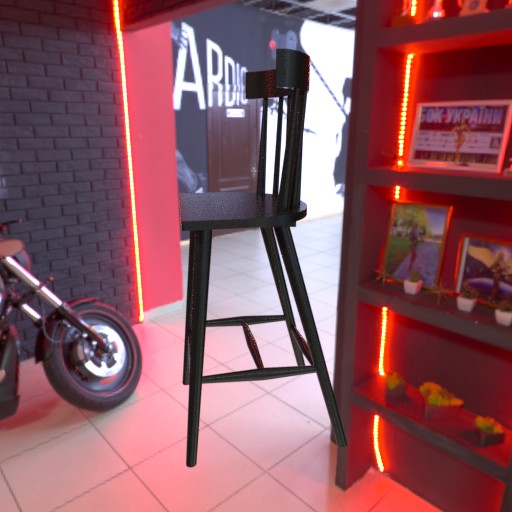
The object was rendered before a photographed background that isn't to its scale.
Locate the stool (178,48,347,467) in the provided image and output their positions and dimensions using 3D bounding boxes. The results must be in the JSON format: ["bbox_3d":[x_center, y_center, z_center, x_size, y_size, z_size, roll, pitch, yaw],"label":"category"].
[{"bbox_3d":[0.000,0.000,1.352,0.483,1.092,0.482,-3,16,-10],"label":"stool"}]
